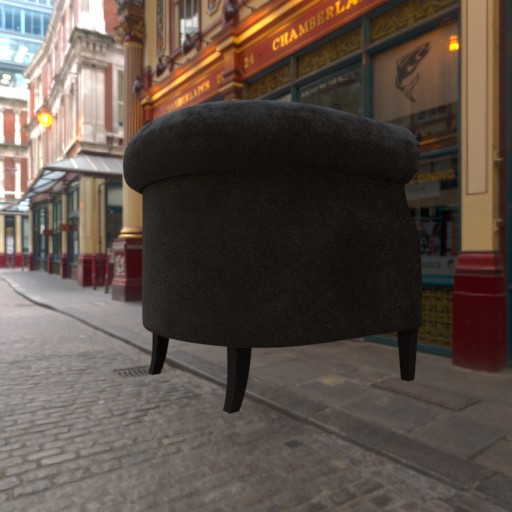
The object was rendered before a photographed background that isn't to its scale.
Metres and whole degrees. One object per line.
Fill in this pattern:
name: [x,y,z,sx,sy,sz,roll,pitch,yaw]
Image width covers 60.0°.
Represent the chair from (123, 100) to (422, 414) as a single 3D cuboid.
chair: [0.000,0.000,1.529,0.851,0.826,0.904,0,0,-37]
